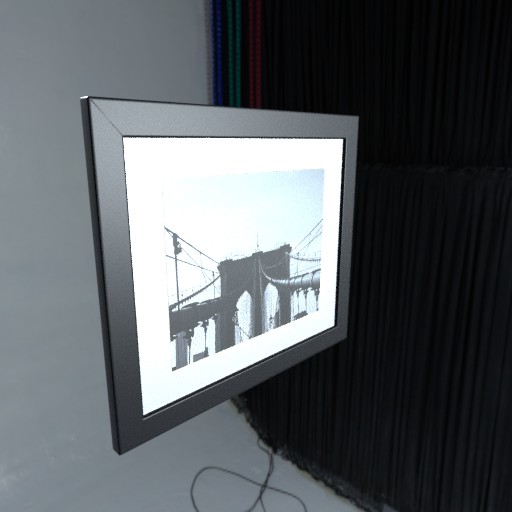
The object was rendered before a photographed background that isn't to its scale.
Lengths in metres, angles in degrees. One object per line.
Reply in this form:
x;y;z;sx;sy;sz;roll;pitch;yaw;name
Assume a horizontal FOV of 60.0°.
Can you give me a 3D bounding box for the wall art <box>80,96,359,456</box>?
0.000;0.000;0.712;0.521;0.450;0.018;-14;20;-43;wall art
